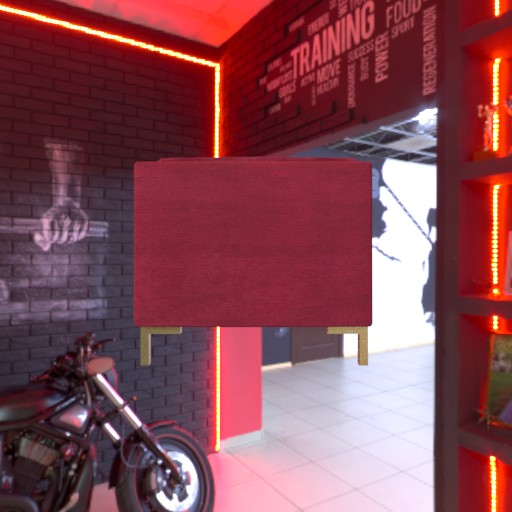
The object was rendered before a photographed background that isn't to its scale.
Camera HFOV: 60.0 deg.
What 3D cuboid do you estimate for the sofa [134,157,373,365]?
[{"bbox_3d":[0.000,0.000,2.449,0.796,0.705,2.102,0,0,0],"label":"sofa"}]
